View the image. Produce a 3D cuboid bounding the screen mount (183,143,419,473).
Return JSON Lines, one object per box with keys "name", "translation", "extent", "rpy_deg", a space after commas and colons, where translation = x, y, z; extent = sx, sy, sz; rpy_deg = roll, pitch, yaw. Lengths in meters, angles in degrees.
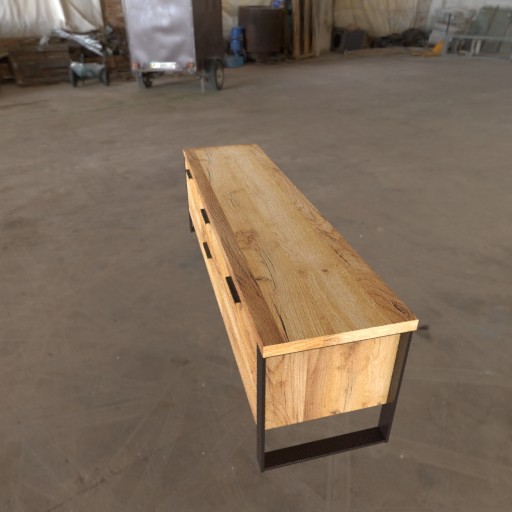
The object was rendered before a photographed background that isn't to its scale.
{"name": "screen mount", "translation": [0.000, 0.000, 1.749], "extent": [0.395, 0.450, 1.524], "rpy_deg": [-7, 31, -13]}
